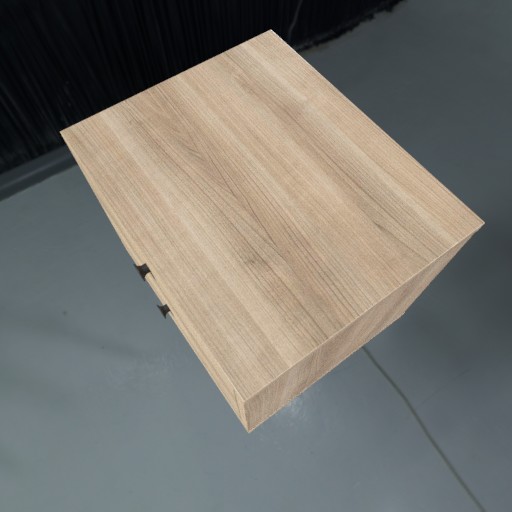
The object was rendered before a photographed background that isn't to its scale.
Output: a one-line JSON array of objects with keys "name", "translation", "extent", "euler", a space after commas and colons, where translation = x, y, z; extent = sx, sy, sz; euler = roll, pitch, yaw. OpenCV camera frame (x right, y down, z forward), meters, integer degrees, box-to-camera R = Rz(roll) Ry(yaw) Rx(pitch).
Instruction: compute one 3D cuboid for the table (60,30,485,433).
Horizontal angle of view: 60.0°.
[{"name": "table", "translation": [0.000, 0.000, 0.786], "extent": [0.380, 0.460, 0.445], "euler": [-33, 68, -15]}]
